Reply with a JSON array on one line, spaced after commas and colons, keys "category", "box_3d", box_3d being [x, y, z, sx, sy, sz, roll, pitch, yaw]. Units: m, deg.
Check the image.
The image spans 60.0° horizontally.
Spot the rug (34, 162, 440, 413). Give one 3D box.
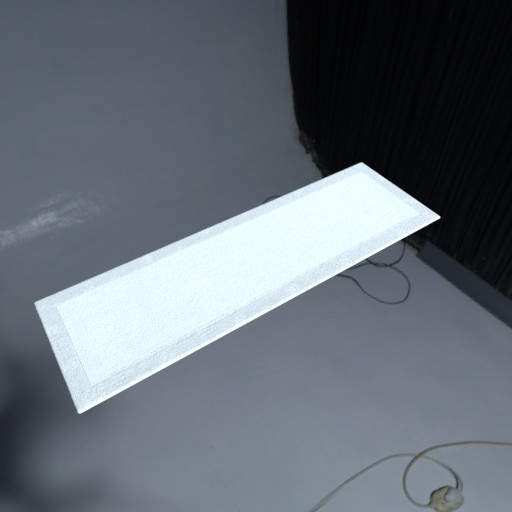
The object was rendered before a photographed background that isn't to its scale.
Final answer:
[{"category": "rug", "box_3d": [0.000, 0.000, 2.681, 2.430, 0.012, 0.759, -26, 51, -23]}]
